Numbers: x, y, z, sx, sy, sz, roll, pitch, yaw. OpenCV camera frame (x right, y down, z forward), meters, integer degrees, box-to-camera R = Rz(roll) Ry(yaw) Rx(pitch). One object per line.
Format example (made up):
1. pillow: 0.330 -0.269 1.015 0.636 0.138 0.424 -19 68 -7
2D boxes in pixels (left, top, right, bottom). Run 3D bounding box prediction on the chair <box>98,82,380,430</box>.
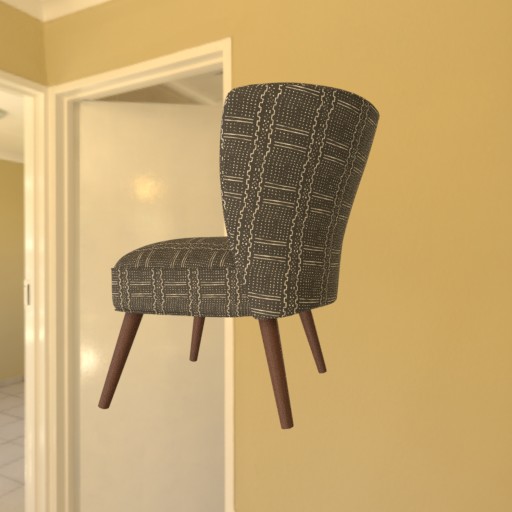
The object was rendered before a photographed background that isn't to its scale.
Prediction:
1. chair: 0.000 0.000 1.412 0.758 0.866 0.710 0 0 18
